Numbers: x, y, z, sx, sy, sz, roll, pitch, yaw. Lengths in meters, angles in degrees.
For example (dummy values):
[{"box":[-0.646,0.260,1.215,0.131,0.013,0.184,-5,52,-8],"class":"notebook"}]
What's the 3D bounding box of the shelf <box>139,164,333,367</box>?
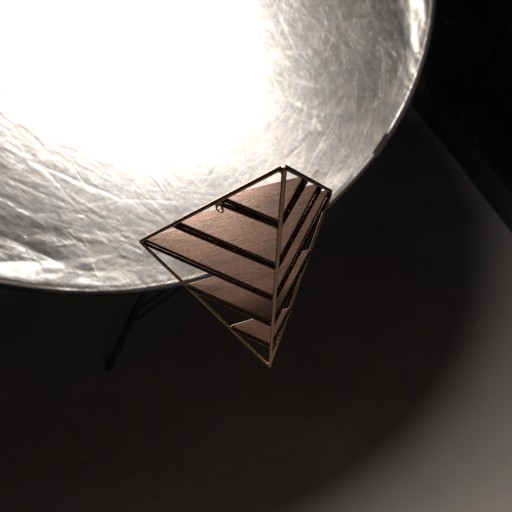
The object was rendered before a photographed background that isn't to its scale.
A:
[{"box":[0.000,0.000,1.163,0.564,0.913,0.294,-16,58,-10],"class":"shelf"}]
